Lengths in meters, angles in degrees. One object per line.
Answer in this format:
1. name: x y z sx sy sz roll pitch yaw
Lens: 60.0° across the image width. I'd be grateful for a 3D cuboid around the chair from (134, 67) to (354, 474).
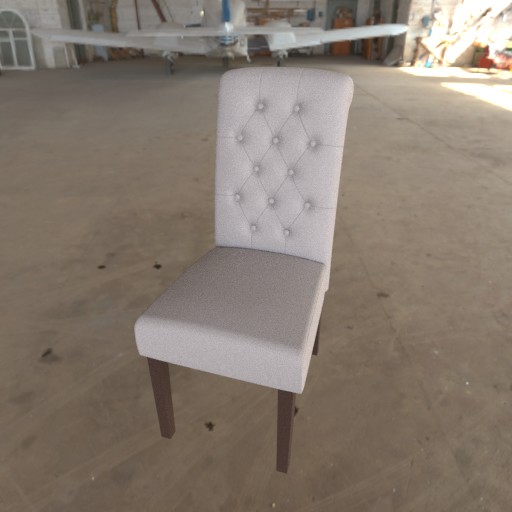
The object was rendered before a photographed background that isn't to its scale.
1. chair: 0.000 0.000 1.340 0.456 1.006 0.671 9 30 16
